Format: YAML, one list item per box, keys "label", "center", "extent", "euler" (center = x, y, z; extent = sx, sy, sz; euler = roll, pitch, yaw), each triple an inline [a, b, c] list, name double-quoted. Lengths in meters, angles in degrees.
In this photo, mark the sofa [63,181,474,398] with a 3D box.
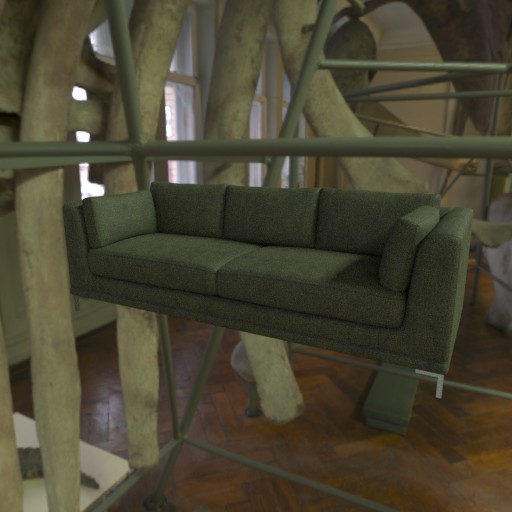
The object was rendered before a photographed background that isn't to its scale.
- label: "sofa"
  center: [0.000, 0.000, 2.839]
  extent: [2.415, 0.867, 0.969]
  euler: [7, 15, 27]
